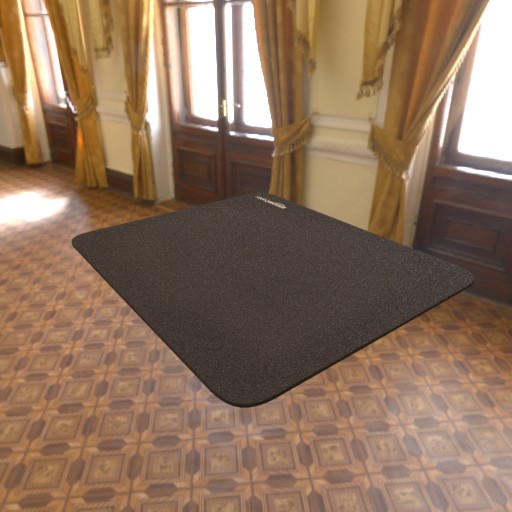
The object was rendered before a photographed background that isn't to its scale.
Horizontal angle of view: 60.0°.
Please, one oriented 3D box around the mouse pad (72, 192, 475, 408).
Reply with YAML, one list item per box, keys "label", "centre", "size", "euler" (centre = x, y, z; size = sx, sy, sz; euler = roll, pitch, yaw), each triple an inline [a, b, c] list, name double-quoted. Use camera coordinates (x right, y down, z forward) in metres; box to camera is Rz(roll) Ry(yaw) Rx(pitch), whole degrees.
- label: "mouse pad"
  centre: [0.000, 0.000, 0.339]
  size: [0.211, 0.002, 0.249]
  euler: [-18, 31, -33]
